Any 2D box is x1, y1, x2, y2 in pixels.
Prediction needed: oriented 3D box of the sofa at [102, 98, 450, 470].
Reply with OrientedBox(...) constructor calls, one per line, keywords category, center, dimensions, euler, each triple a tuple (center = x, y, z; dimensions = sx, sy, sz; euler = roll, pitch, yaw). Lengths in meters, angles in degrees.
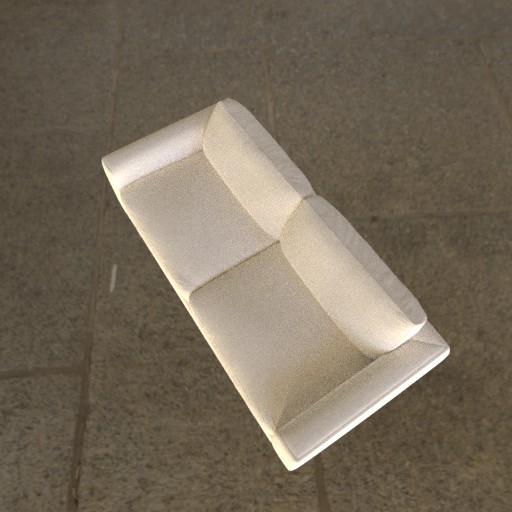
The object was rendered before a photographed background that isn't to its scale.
OrientedBox(category="sofa", center=(0.000, 0.000, 2.794), dimensions=(1.070, 0.801, 2.262), euler=(-30, 67, -15))
